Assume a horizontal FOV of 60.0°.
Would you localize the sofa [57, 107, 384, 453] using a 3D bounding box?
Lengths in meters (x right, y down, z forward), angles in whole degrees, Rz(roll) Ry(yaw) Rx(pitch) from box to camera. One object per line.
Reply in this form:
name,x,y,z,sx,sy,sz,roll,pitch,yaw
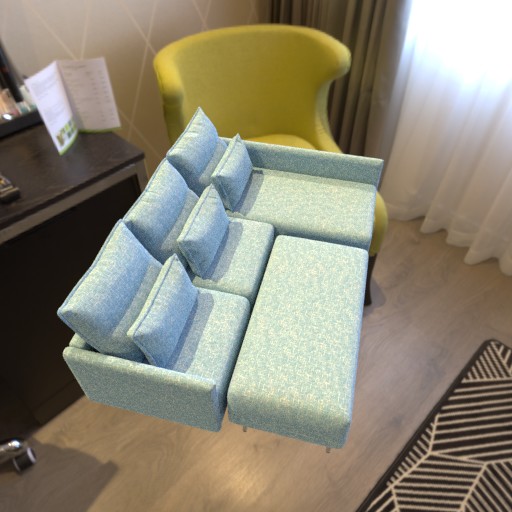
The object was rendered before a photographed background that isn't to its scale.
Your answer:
sofa,0.000,0.000,2.798,1.420,0.899,2.034,10,47,10
